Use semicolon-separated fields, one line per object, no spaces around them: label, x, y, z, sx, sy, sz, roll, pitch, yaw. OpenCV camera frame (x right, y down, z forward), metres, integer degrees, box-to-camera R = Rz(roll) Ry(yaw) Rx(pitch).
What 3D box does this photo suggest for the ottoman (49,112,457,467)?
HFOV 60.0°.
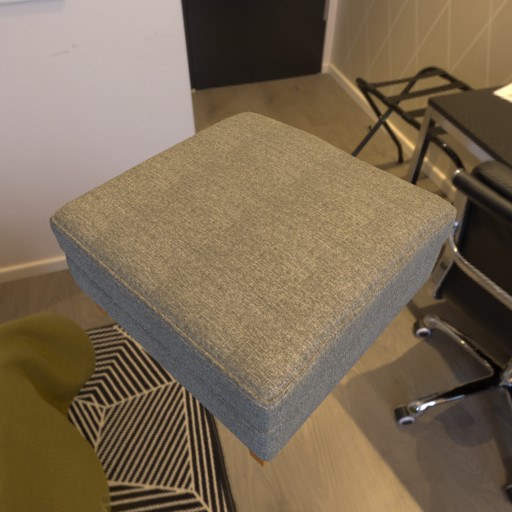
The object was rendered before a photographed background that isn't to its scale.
ottoman;0.000;0.000;1.363;0.838;0.481;0.838;34;55;28
